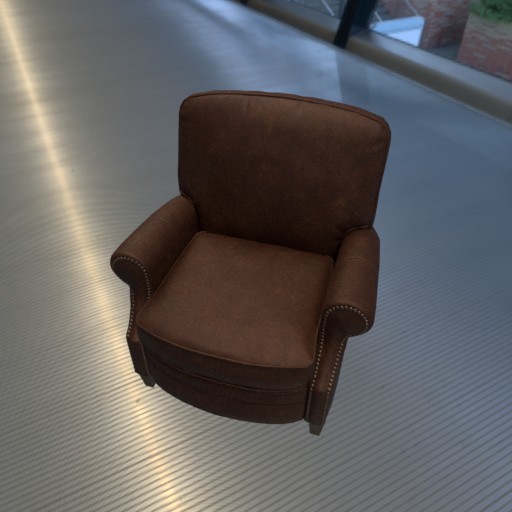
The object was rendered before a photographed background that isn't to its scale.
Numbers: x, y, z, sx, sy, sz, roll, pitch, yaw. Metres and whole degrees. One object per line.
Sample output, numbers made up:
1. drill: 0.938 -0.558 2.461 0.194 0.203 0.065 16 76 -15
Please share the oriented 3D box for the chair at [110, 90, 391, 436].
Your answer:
1. chair: 0.000 0.000 1.720 0.936 1.018 0.986 12 43 13
